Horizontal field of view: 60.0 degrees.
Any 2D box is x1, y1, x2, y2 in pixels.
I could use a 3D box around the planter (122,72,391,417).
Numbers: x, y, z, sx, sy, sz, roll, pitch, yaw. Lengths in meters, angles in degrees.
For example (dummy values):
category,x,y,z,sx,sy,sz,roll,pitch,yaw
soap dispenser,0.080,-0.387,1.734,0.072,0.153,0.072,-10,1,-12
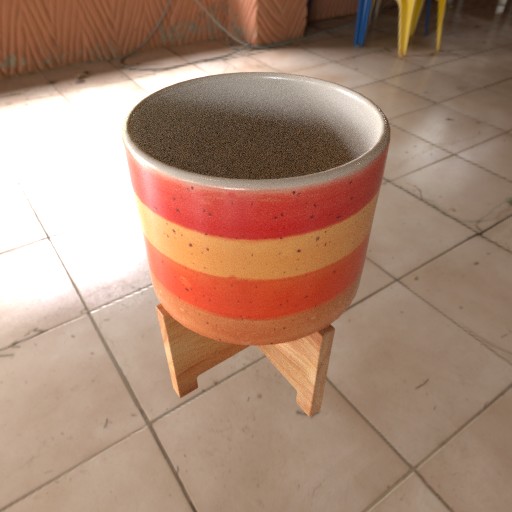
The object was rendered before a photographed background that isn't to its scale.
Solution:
category,x,y,z,sx,sy,sz,roll,pitch,yaw
planter,0.000,0.000,0.406,0.199,0.268,0.199,0,41,0
